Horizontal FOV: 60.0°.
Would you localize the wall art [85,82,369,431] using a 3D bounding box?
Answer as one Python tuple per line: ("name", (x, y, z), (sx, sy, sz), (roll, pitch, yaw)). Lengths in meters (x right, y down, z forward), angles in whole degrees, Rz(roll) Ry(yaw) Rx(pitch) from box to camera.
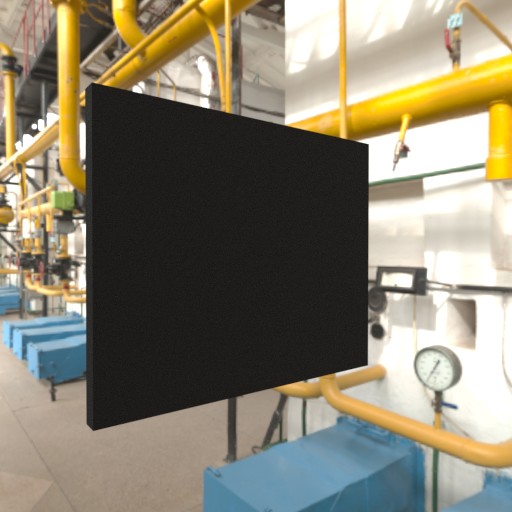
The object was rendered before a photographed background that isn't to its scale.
("wall art", (0.000, 0.000, 0.760), (0.558, 0.457, 0.031), (-1, 1, -37))
